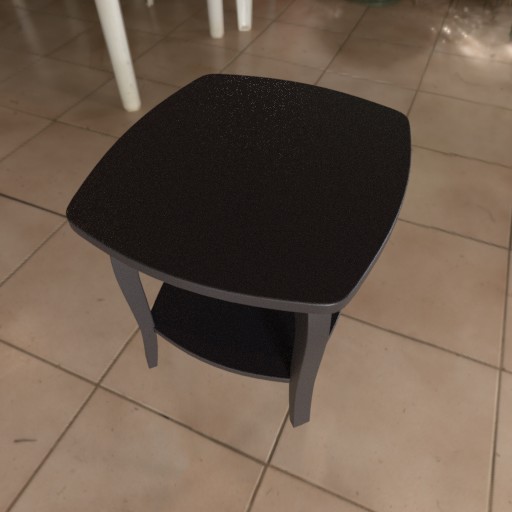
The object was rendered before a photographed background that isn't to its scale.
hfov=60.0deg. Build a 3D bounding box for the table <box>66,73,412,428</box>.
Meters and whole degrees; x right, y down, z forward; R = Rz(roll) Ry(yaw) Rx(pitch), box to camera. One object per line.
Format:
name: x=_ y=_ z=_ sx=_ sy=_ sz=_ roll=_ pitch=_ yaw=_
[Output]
table: x=0.000 y=0.000 z=0.856 sx=0.457 sy=0.457 sz=0.508 roll=17 pitch=51 yaw=15
